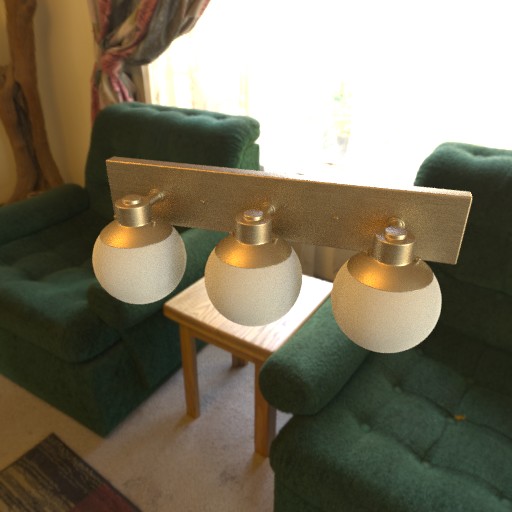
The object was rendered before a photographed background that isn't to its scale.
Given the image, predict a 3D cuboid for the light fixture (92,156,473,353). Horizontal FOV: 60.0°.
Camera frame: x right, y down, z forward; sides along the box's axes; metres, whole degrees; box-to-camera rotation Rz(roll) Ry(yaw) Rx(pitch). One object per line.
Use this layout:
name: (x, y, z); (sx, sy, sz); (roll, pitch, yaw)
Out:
light fixture: (0.000, 0.000, 0.844); (0.721, 0.263, 0.218); (9, 30, 15)
